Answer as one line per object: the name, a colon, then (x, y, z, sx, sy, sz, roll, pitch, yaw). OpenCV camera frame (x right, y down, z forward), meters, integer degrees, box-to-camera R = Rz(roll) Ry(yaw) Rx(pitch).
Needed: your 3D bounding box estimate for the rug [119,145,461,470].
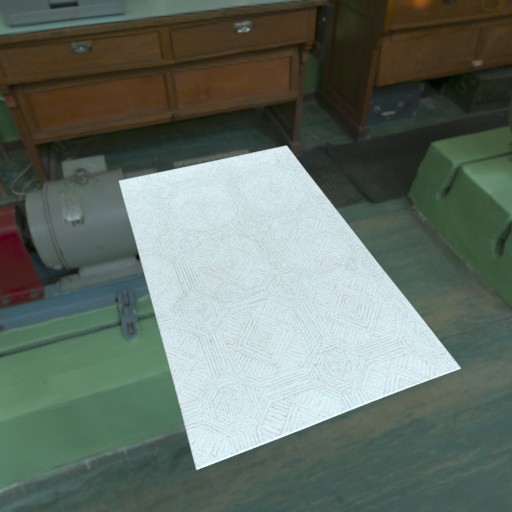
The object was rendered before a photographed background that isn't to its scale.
rug: (0.000, 0.000, 3.079, 1.524, 0.008, 2.440, -15, 48, -14)
